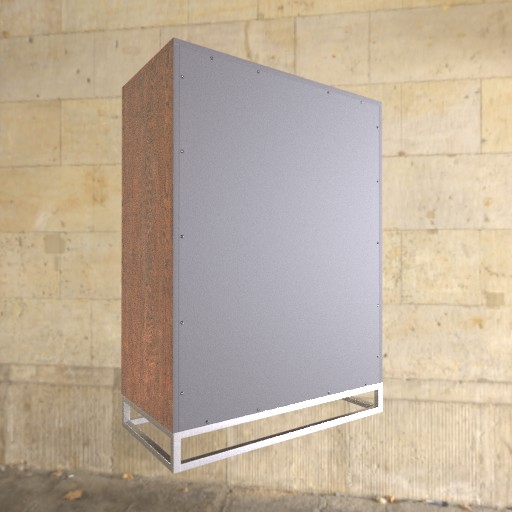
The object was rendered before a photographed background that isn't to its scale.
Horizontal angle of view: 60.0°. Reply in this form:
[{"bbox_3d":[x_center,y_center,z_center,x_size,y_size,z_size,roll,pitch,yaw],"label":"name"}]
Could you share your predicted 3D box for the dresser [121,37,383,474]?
[{"bbox_3d":[0.000,0.000,1.822,0.965,1.321,0.508,0,-1,-35],"label":"dresser"}]
